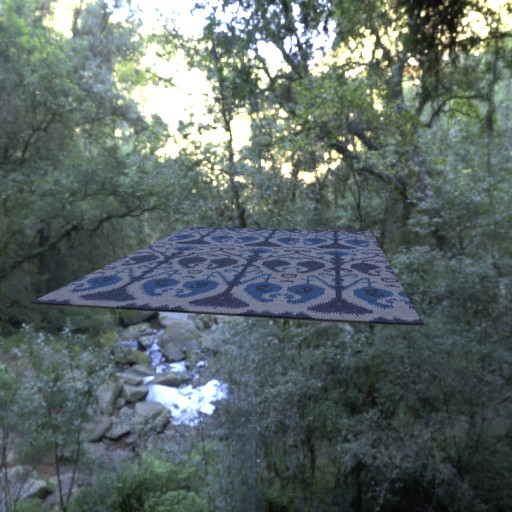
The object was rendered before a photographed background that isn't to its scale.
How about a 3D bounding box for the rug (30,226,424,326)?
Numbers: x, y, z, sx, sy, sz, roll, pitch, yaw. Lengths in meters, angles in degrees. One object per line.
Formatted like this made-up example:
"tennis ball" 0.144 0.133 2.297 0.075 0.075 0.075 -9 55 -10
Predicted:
"rug" 0.000 0.000 4.211 2.443 0.024 3.228 2 13 9
